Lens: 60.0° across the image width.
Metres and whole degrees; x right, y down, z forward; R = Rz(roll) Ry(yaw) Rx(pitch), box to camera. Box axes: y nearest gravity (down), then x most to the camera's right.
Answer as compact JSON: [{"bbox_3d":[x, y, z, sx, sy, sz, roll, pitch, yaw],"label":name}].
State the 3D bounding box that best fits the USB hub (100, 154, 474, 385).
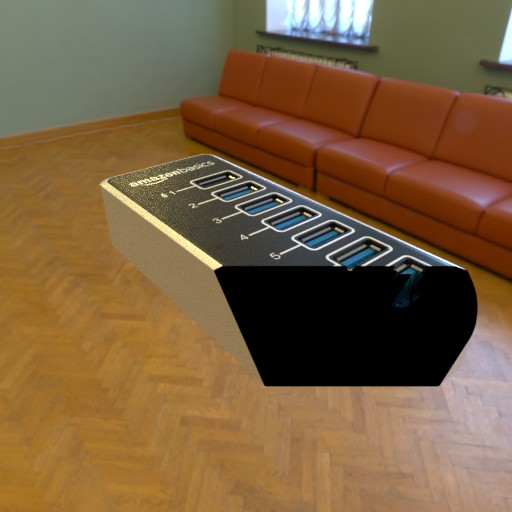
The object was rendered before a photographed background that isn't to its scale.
[{"bbox_3d":[0.000,0.000,0.125,0.044,0.023,0.110,-24,39,-33],"label":"USB hub"}]
